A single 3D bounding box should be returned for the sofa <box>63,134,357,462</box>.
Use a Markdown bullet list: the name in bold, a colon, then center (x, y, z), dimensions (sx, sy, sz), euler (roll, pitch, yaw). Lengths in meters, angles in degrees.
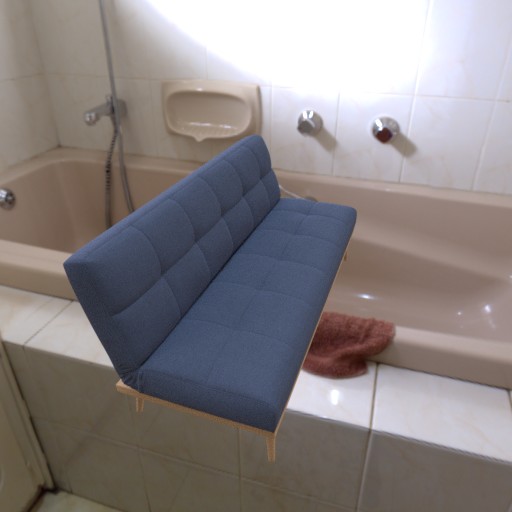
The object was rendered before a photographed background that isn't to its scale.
- **sofa**: center (0.000, 0.000, 2.300), dimensions (0.796, 0.800, 1.800), euler (10, 31, 17)
